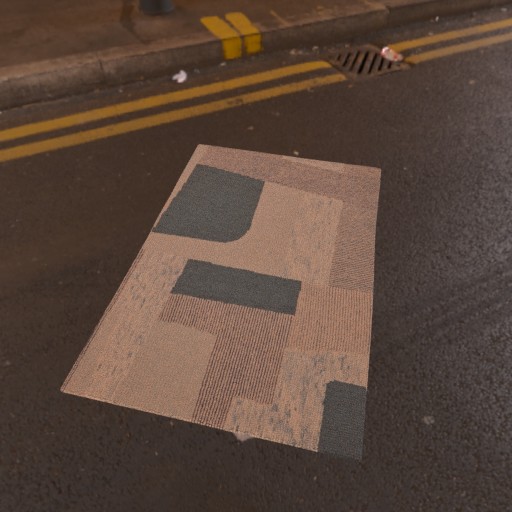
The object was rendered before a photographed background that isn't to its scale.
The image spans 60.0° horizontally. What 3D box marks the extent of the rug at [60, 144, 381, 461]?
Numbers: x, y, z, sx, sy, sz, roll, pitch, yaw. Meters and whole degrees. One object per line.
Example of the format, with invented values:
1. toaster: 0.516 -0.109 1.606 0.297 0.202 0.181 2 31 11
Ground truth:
1. rug: 0.000 0.000 2.346 1.238 0.020 1.847 10 48 9
